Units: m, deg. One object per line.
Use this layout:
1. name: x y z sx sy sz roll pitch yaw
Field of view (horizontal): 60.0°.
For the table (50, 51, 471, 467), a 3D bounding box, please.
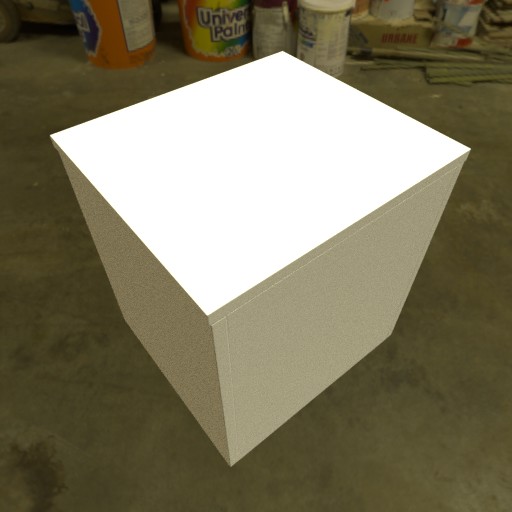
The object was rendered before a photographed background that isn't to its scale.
1. table: 0.000 0.000 0.765 0.420 0.460 0.380 -31 55 -25
